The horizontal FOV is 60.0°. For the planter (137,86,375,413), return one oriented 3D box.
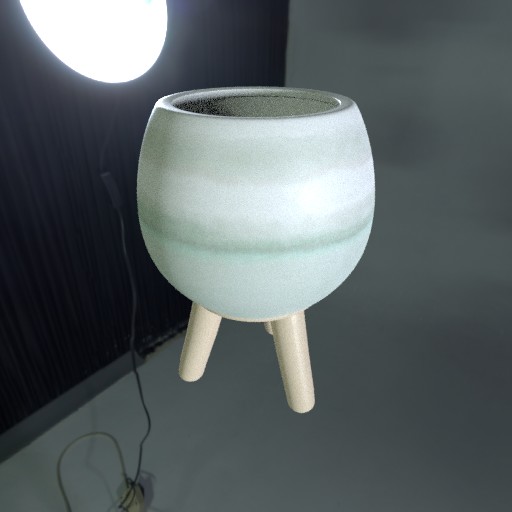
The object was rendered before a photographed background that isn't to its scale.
[{"bbox_3d":[0.000,0.000,0.332,0.161,0.224,0.161,0,28,0],"label":"planter"}]
